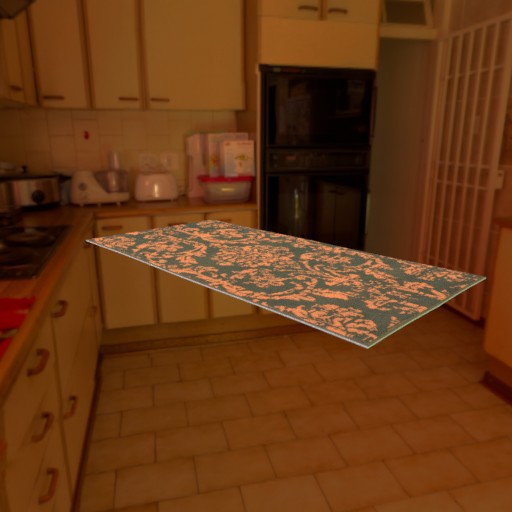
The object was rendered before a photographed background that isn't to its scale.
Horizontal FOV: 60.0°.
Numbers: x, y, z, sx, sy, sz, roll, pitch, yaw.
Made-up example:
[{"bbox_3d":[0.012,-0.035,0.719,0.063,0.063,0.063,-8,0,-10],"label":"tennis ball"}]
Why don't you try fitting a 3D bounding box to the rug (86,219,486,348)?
[{"bbox_3d":[0.000,0.000,1.452,0.604,0.007,1.219,-14,21,-42],"label":"rug"}]
